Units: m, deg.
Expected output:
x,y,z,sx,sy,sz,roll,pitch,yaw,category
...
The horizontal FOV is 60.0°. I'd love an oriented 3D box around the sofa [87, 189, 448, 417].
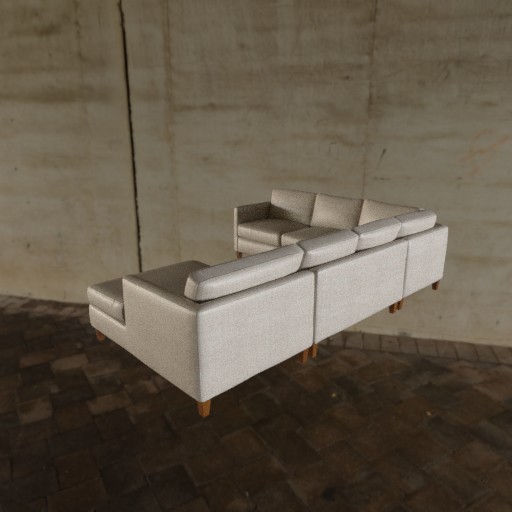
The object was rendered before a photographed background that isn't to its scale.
x,y,z,sx,sy,sz,roll,pitch,yaw,category
0.000,0.000,4.669,3.460,0.961,2.594,-15,22,-42,sofa
